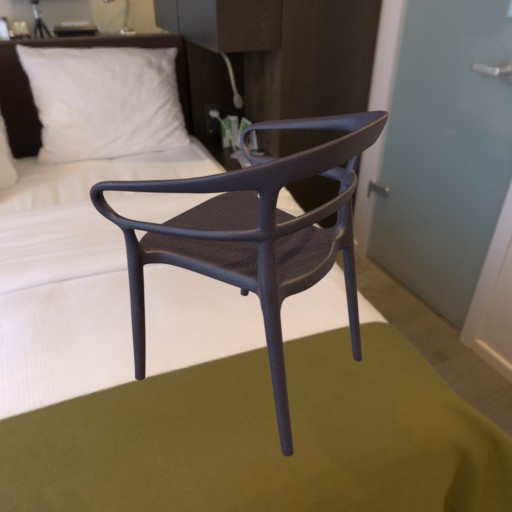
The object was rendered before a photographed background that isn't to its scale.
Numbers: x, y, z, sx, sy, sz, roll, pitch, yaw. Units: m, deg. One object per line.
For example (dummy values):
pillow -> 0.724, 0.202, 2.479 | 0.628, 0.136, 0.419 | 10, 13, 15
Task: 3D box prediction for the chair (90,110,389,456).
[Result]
chair -> 0.000, 0.000, 1.132 | 0.527, 0.761, 0.559 | 22, 38, 30
